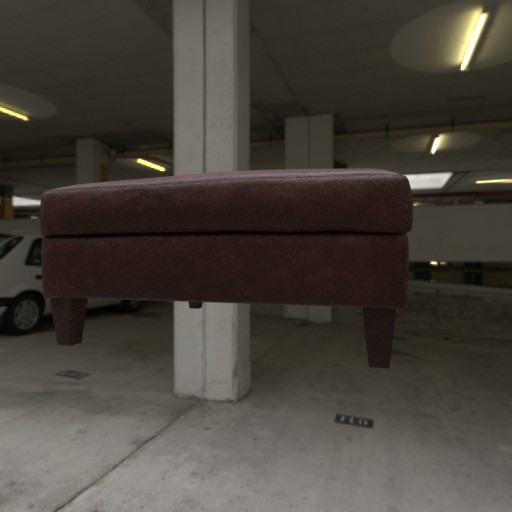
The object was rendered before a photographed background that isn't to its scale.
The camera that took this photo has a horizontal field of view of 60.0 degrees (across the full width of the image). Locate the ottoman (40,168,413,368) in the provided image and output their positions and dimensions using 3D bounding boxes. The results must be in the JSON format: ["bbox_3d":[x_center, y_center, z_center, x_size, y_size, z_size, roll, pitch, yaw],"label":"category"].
[{"bbox_3d":[0.000,0.000,1.297,0.836,0.415,0.844,0,0,17],"label":"ottoman"}]
